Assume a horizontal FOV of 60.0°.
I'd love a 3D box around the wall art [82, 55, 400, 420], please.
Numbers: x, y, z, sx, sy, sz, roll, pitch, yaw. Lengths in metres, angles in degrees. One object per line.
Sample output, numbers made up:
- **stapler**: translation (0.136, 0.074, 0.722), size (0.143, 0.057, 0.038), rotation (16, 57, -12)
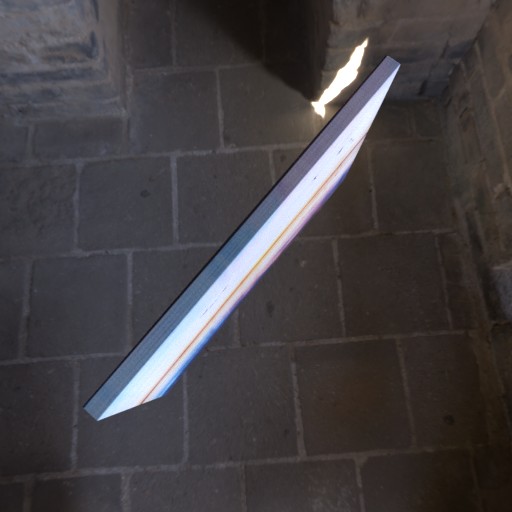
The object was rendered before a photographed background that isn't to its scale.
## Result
- **wall art**: translation (0.000, 0.000, 1.143), size (0.037, 0.605, 0.911), rotation (39, 80, 8)
